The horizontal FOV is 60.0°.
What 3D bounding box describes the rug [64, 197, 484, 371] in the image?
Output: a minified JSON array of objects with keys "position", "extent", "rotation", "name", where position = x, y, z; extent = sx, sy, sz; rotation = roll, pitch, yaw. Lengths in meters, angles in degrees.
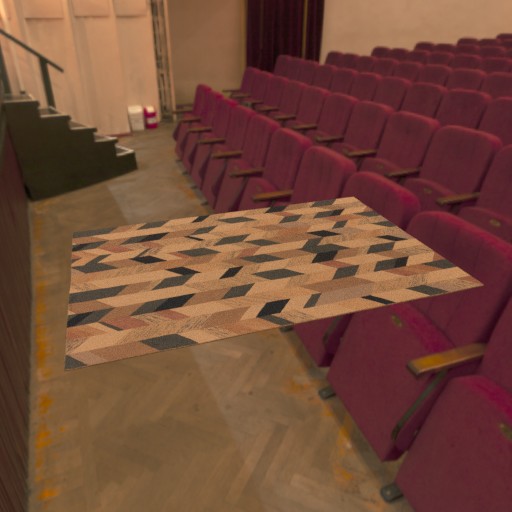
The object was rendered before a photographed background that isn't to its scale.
[{"position":[0.000,0.000,2.288],"extent":[1.813,0.006,1.202],"rotation":[-9,30,-16],"name":"rug"}]
